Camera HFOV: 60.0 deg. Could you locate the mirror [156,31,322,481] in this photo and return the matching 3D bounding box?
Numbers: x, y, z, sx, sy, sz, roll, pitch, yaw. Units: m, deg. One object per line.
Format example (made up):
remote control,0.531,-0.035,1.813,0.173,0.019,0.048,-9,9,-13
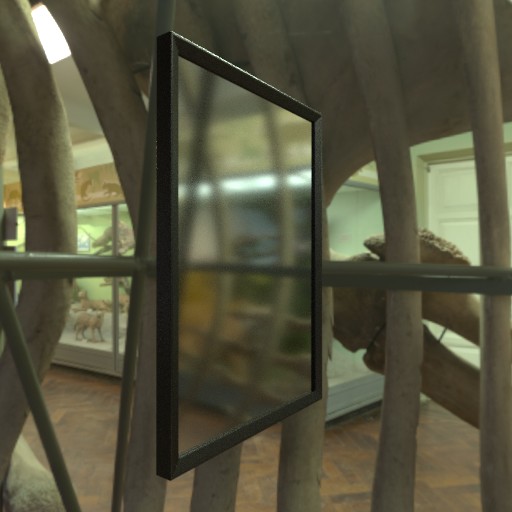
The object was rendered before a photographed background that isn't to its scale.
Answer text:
mirror,0.000,0.000,0.914,0.039,0.710,0.507,0,0,36
